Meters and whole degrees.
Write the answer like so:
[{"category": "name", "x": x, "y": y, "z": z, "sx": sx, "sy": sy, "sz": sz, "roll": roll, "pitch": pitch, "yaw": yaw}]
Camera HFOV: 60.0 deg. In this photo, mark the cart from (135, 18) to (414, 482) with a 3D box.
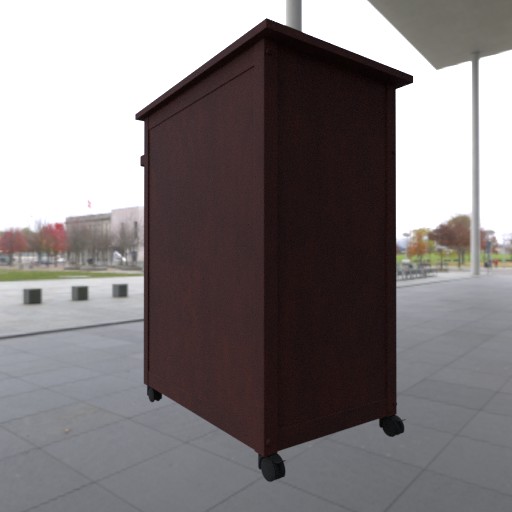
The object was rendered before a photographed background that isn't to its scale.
[{"category": "cart", "x": 0.000, "y": 0.000, "z": 1.211, "sx": 0.442, "sy": 0.864, "sz": 0.683, "roll": 0, "pitch": 0, "yaw": -36}]
